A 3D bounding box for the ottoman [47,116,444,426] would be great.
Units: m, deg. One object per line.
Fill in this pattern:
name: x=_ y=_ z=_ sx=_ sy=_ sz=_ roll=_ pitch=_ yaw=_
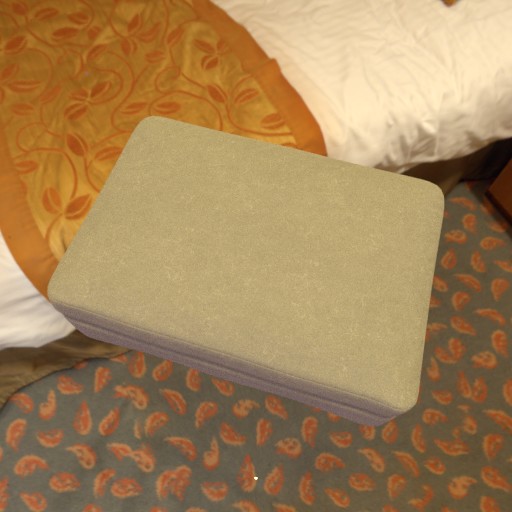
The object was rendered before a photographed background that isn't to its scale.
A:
ottoman: x=0.000 y=0.000 z=1.600 sx=1.199 sy=0.429 sz=0.840 roll=15 pitch=64 yaw=8
